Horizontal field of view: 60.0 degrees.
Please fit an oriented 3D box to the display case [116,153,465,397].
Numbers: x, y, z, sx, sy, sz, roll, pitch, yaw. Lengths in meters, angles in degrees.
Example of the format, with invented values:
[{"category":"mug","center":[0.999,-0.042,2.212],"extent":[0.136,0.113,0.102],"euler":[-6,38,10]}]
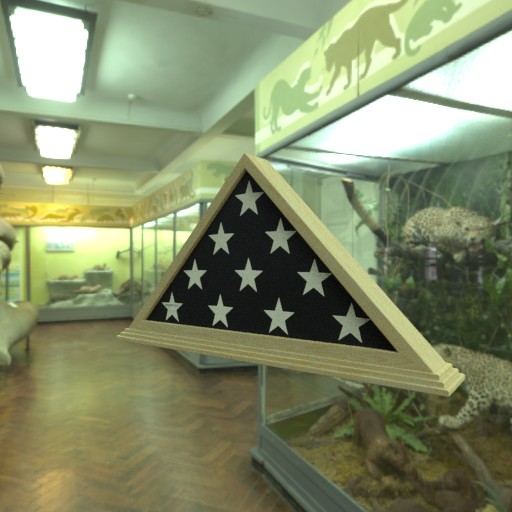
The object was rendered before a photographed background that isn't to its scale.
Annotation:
[{"category":"display case","center":[0.000,0.000,0.758],"extent":[0.640,0.340,0.095],"euler":[0,0,36]}]
